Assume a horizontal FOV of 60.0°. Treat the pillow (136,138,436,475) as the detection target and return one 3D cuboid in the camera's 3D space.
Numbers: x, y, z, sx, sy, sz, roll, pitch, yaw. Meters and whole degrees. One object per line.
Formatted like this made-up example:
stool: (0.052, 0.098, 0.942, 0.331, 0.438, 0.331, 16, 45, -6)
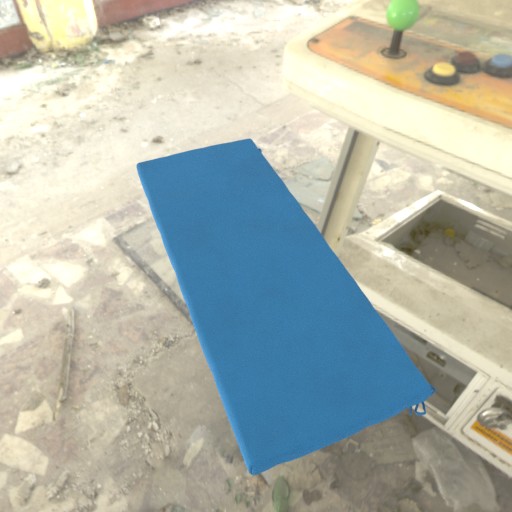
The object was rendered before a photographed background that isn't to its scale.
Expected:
pillow: (0.000, 0.000, 1.338, 0.492, 0.081, 1.187, -16, 49, -15)
